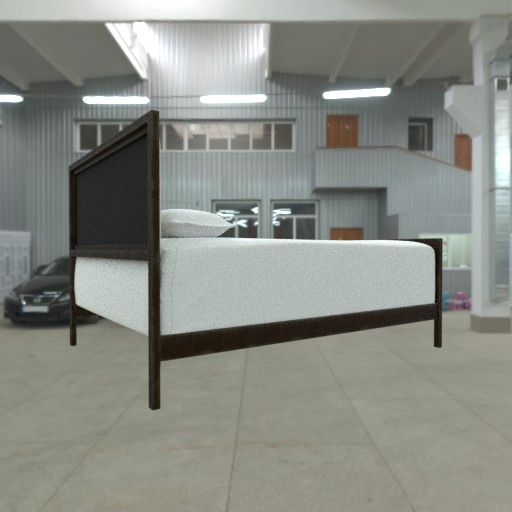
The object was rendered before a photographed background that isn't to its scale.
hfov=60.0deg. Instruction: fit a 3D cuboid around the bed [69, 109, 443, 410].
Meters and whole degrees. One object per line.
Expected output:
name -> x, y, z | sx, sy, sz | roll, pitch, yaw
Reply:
bed -> 0.000, 0.000, 3.223 | 2.221, 1.313, 1.607 | -1, 1, -35
